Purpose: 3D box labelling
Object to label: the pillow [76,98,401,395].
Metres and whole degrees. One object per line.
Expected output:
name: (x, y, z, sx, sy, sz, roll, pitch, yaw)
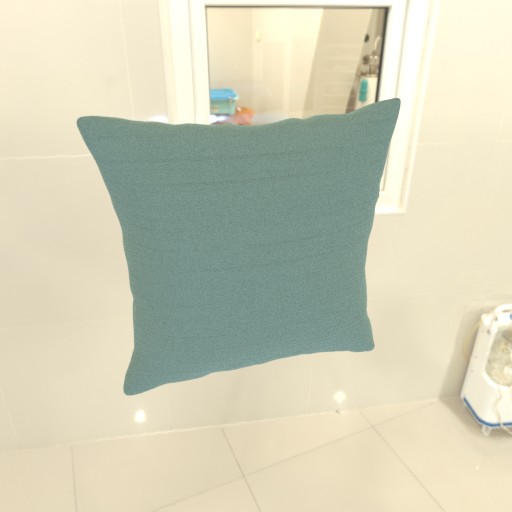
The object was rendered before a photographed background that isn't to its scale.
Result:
pillow: (0.000, 0.000, 0.713, 0.470, 0.464, 0.175, -8, 28, -15)
